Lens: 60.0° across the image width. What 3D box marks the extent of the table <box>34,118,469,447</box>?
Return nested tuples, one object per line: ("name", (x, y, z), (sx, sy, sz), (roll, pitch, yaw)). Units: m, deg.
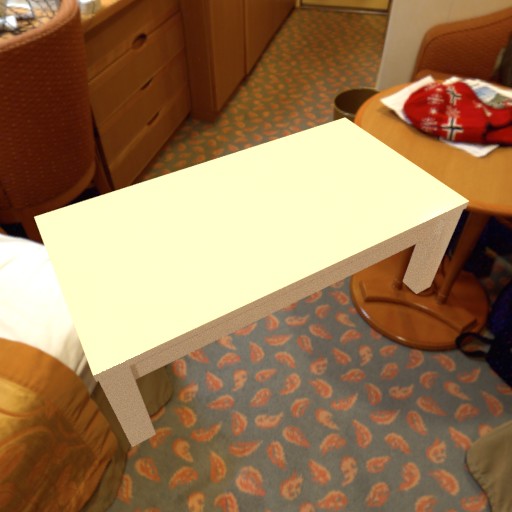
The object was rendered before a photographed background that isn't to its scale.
("table", (0.000, 0.000, 1.714), (1.350, 0.470, 0.700), (-23, 50, -21))
